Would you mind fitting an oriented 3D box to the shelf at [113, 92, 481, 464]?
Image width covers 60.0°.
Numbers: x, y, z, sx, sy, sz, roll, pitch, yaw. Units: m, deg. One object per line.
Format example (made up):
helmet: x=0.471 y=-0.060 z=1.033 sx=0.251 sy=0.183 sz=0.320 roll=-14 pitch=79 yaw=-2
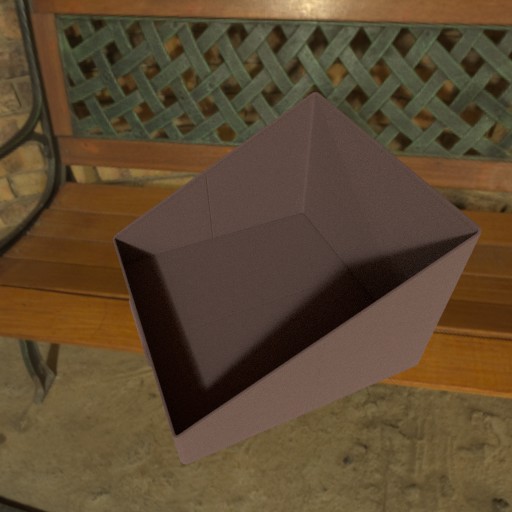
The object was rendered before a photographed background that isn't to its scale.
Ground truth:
shelf: x=0.000 y=0.000 z=0.499 sx=0.292 sy=0.210 sz=0.292 roll=-17 pitch=47 yaw=-16
